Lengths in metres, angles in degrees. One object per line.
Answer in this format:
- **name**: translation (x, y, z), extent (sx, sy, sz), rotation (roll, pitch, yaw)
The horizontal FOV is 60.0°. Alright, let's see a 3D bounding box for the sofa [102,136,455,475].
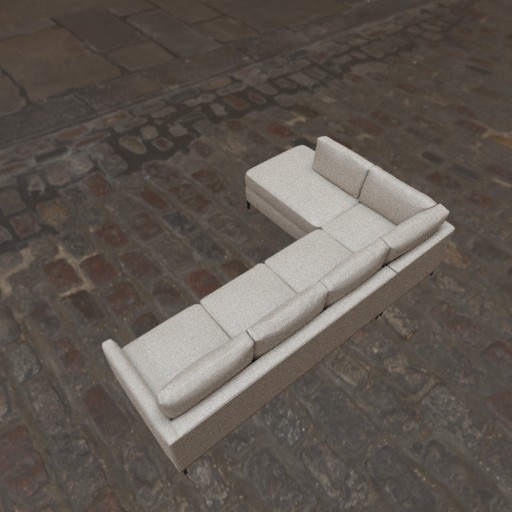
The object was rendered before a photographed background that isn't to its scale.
- **sofa**: translation (0.000, 0.000, 3.167), extent (2.423, 0.703, 1.617), rotation (-31, 54, -26)
